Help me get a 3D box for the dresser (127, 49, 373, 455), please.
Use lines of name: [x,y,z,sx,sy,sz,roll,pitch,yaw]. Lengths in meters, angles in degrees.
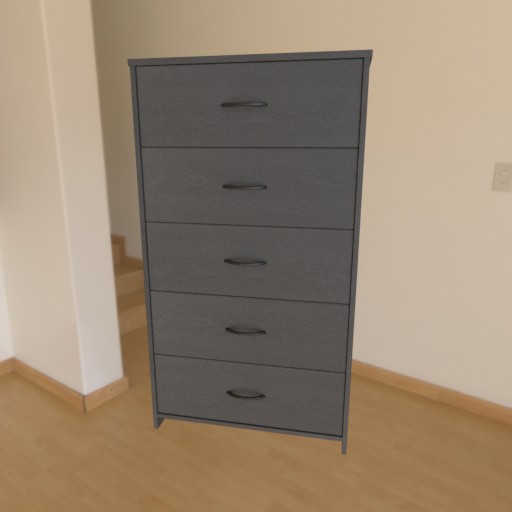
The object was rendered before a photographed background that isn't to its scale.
dresser: [0.000,0.000,1.565,0.704,1.255,0.399,3,15,11]
